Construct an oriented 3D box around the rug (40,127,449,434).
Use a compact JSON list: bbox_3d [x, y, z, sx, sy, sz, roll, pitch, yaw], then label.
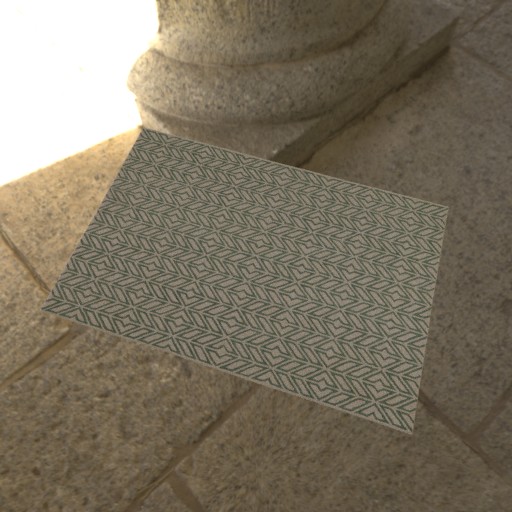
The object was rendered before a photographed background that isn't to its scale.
[{"bbox_3d":[0.000,0.000,2.300,1.828,0.007,1.220,16,65,8],"label":"rug"}]
